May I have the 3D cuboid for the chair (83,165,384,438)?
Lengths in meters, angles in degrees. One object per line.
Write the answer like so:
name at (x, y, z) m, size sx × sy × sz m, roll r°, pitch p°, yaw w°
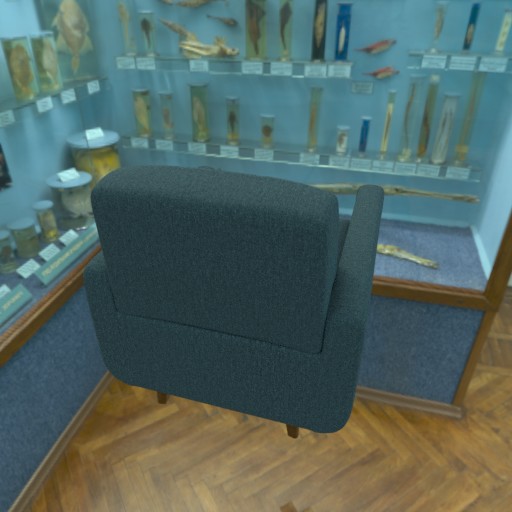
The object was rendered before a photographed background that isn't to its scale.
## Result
chair at (0.000, 0.000, 1.698) m, size 0.880 × 0.940 × 0.964 m, roll 9°, pitch 33°, yaw 14°
